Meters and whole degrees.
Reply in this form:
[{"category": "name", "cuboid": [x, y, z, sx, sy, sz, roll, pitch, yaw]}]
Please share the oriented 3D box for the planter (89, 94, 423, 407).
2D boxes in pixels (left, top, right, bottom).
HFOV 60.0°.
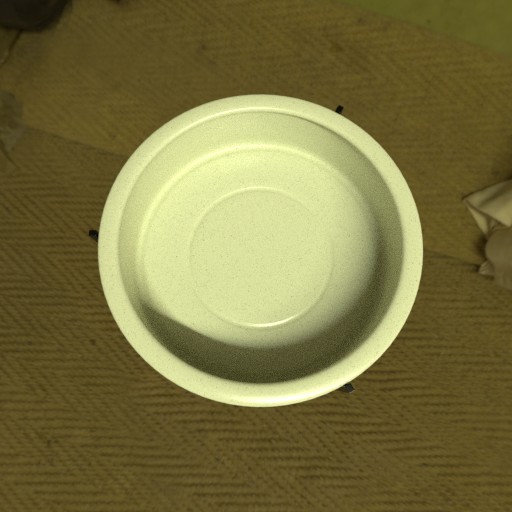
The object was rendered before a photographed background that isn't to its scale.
[{"category": "planter", "cuboid": [0.000, 0.000, 0.537, 0.345, 0.171, 0.336, 1, 75, 0]}]
